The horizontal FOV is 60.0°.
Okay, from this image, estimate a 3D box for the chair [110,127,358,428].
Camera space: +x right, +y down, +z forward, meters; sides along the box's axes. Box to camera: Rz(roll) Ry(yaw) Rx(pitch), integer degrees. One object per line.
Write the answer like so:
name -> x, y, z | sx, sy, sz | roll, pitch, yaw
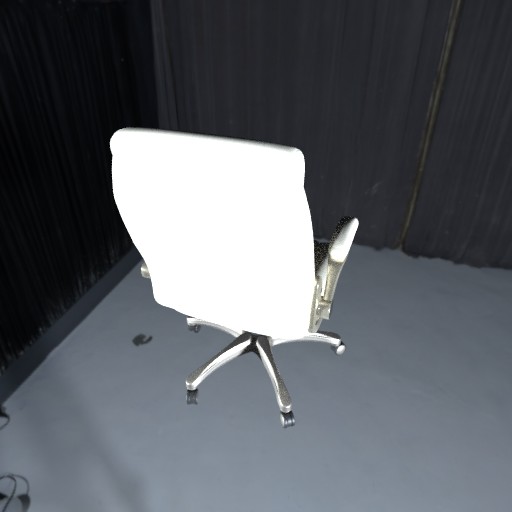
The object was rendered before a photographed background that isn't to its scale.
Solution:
chair -> 0.000, 0.000, 1.647 | 0.740, 1.110, 0.794 | 9, 34, 14
